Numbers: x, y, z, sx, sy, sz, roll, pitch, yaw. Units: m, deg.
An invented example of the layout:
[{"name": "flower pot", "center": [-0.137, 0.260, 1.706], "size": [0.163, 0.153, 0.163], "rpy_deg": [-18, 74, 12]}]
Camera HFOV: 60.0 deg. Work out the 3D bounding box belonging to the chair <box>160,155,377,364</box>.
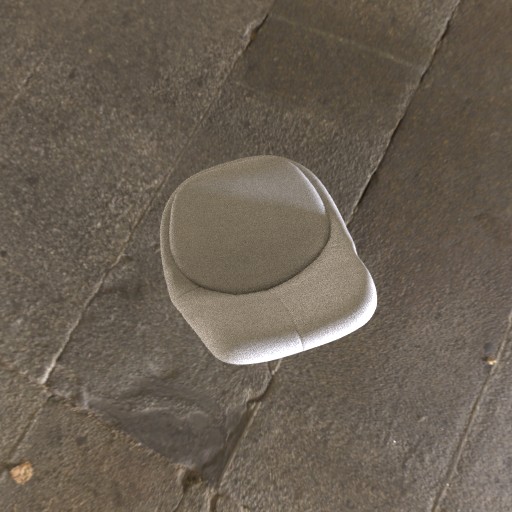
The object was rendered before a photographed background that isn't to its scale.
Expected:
[{"name": "chair", "center": [0.000, 0.000, 1.212], "size": [0.485, 0.850, 0.550], "rpy_deg": [-17, 77, -4]}]
